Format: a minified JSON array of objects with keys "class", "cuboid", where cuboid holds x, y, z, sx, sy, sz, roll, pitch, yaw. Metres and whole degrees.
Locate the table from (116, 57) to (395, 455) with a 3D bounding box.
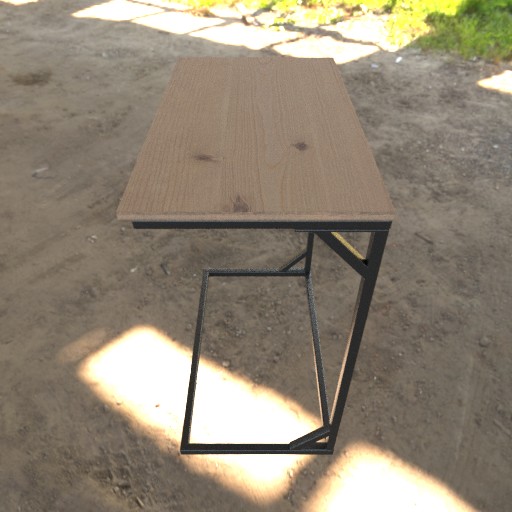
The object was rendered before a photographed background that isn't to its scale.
[{"class":"table","cuboid":[0.000,0.000,1.002,0.351,0.673,0.597,0,41,0]}]
